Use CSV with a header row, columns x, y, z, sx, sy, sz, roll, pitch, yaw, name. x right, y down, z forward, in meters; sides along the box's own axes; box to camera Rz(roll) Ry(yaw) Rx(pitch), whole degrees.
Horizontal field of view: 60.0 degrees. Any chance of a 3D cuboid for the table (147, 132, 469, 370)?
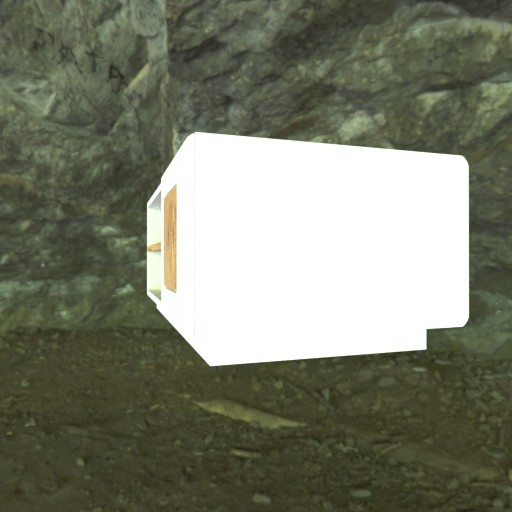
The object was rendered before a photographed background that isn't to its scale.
x,y,z,sx,sy,sz,roll,pitch,yaw,name
0.000,0.000,1.408,0.639,0.442,1.097,0,0,-18,table
